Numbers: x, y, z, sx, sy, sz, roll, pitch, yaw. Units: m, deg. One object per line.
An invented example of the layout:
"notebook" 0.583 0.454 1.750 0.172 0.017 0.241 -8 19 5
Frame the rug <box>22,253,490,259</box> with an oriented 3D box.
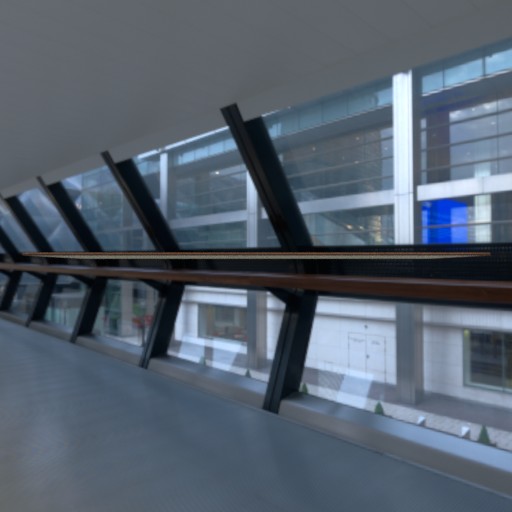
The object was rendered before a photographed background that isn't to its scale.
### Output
"rug" 0.000 0.000 2.678 2.439 0.017 0.764 0 -2 0
